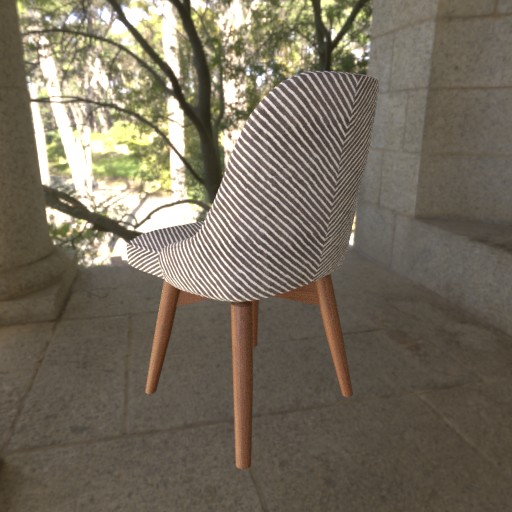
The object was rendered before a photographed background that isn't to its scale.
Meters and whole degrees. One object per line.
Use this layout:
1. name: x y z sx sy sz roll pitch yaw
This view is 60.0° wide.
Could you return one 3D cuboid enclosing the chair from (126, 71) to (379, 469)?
1. chair: 0.000 0.000 1.209 0.504 0.883 0.591 -15 22 -41
